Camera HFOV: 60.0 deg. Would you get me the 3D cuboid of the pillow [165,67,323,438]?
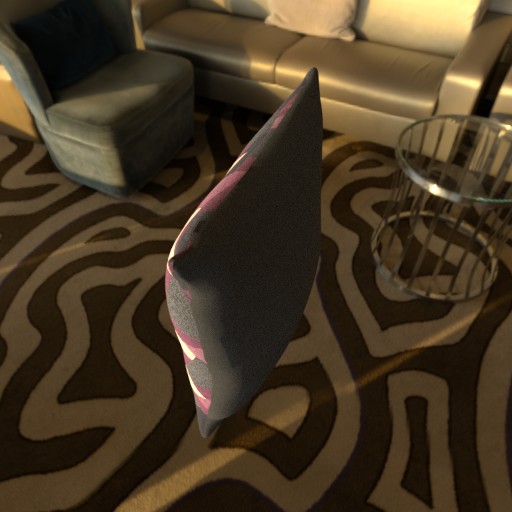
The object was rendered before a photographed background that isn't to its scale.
[{"bbox_3d":[0.000,0.000,0.796,0.208,0.496,0.503,18,50,16],"label":"pillow"}]
